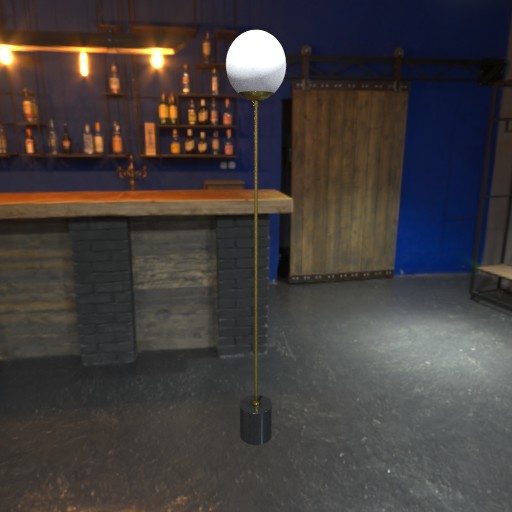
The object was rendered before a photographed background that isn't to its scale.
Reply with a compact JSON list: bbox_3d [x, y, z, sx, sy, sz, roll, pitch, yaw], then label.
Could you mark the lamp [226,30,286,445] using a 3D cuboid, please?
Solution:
[{"bbox_3d":[0.000,0.000,1.885,0.229,1.748,0.229,-2,14,-7],"label":"lamp"}]
